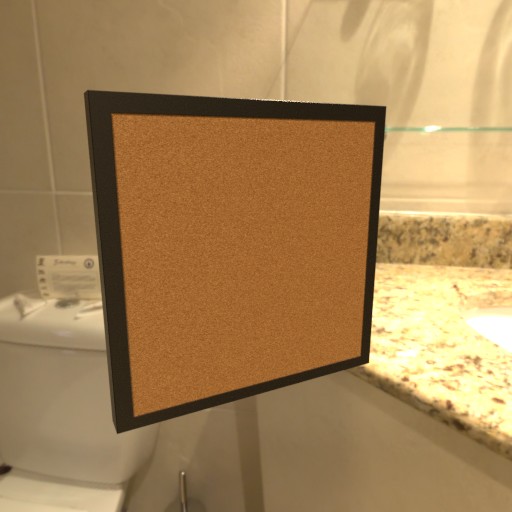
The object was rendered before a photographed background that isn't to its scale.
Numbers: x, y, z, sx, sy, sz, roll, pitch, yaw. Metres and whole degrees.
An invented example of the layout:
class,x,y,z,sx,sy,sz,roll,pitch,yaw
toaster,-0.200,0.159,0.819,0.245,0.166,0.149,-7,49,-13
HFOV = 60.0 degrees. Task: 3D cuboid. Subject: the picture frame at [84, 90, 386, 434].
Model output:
class,x,y,z,sx,sy,sz,roll,pitch,yaw
picture frame,0.000,0.000,0.531,0.355,0.353,0.029,-7,16,-27
